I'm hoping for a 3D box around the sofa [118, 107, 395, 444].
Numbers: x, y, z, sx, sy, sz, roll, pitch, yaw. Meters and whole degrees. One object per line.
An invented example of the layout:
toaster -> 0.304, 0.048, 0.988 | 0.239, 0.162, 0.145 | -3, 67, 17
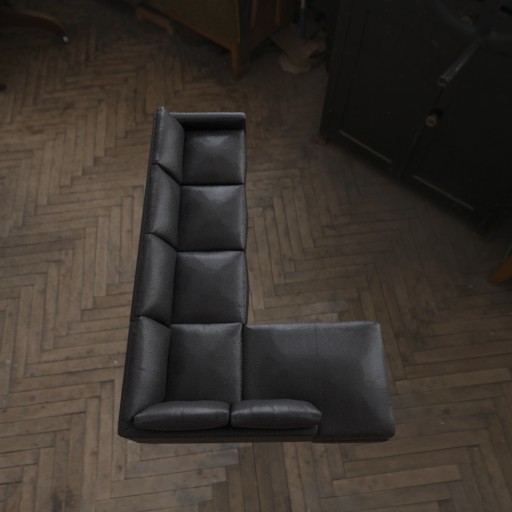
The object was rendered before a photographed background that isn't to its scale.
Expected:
sofa -> 0.000, 0.000, 3.840 | 1.938, 0.877, 2.984 | -1, 63, 0
